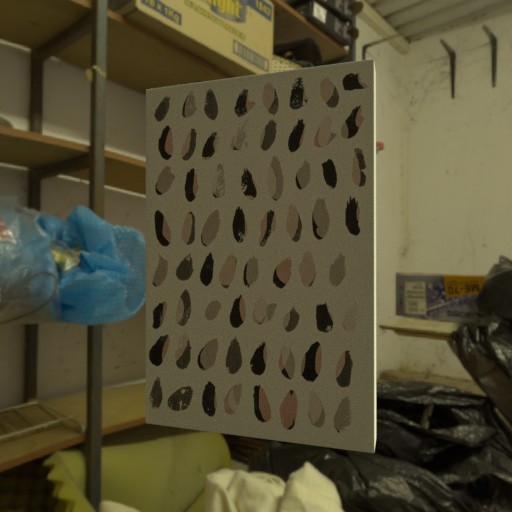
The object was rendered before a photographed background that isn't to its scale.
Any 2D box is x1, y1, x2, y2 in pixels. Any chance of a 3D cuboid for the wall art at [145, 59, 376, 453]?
[{"bbox_3d":[0.000,0.000,0.485,0.252,0.381,0.039,0,0,18],"label":"wall art"}]
